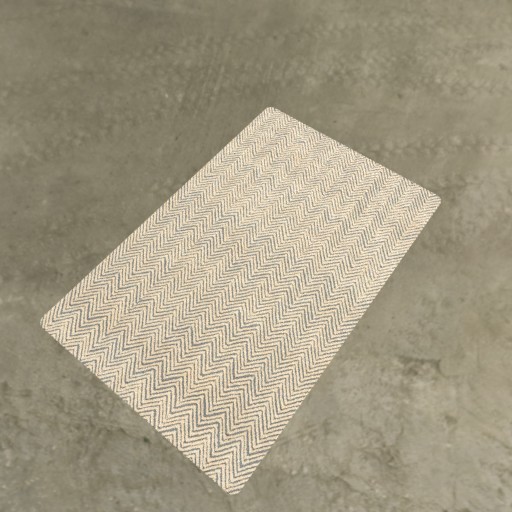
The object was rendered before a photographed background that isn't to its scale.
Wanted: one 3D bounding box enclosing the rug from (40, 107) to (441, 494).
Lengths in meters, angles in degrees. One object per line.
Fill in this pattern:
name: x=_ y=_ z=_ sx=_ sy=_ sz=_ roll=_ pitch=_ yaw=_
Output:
rug: x=0.000 y=0.000 z=2.166 sx=1.144 sy=0.008 sz=1.752 roll=34 pitch=66 yaw=17
